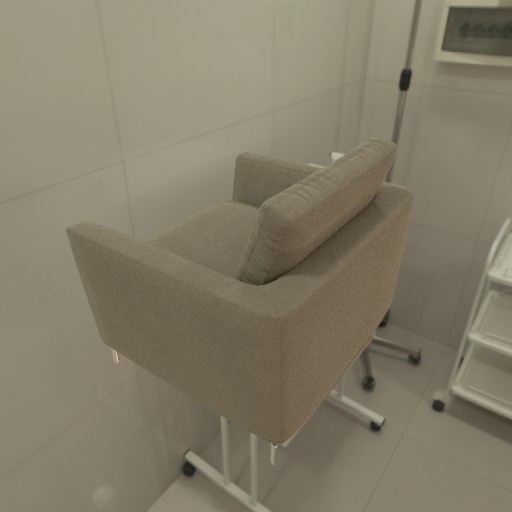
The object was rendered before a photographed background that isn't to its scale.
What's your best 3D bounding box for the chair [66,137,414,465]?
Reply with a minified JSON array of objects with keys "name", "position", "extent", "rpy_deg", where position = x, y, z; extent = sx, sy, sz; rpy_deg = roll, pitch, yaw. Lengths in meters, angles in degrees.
[{"name":"chair","position":[0.000,0.000,1.716],"extent":[0.889,0.864,1.041],"rpy_deg":[20,36,30]}]
